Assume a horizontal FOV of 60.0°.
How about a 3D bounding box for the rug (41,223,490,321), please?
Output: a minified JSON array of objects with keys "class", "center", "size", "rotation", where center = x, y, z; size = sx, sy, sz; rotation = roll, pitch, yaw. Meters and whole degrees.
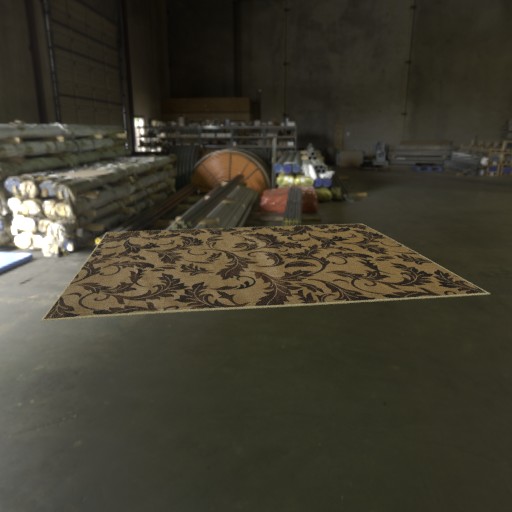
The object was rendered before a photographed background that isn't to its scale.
[{"class":"rug","center":[0.000,0.000,3.997],"size":[2.977,0.008,2.380],"rotation":[-2,16,-9]}]
